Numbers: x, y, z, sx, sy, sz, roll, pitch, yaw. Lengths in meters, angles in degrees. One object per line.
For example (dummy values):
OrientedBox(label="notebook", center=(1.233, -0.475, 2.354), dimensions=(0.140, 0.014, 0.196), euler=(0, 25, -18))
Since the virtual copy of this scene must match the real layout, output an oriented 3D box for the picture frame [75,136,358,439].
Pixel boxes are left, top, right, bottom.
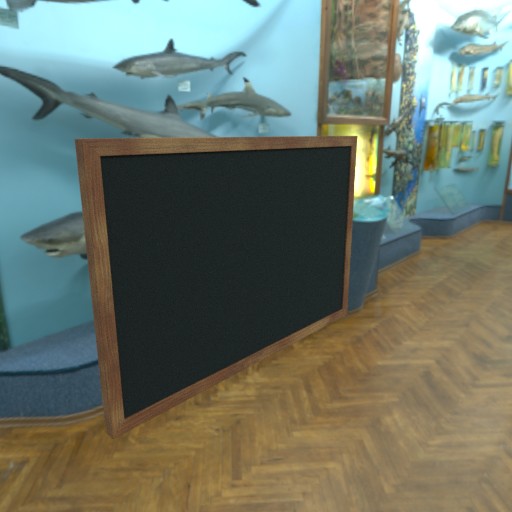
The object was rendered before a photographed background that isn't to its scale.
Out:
OrientedBox(label="picture frame", center=(0.000, 0.000, 1.233), dimensions=(0.029, 0.640, 0.950), euler=(14, 21, 41))
